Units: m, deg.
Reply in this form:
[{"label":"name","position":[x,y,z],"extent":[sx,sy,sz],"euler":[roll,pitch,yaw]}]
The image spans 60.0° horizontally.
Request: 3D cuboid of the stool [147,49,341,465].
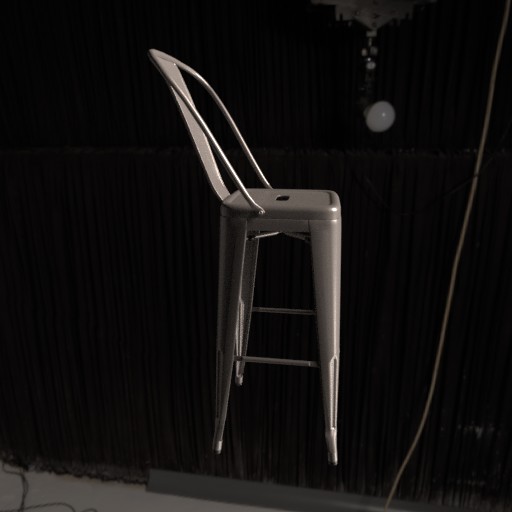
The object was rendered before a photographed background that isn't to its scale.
[{"label":"stool","position":[0.000,0.000,1.290],"extent":[0.513,1.096,0.399],"euler":[2,17,8]}]
